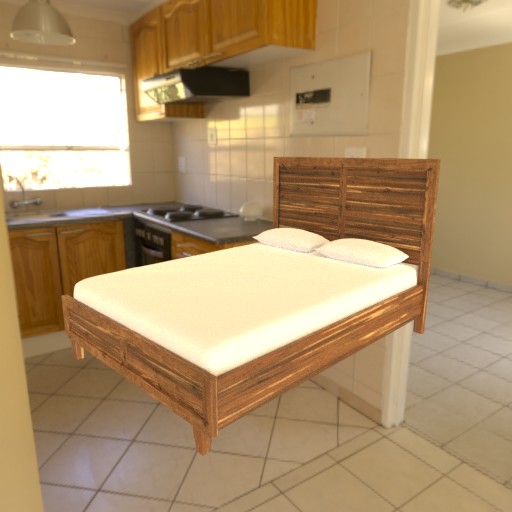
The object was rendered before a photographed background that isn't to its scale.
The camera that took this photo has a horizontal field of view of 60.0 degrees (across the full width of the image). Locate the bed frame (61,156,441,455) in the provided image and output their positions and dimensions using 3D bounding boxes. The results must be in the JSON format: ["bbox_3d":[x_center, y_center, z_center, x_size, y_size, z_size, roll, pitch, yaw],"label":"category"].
[{"bbox_3d":[0.000,0.000,3.337,2.276,1.417,1.696,-13,19,-43],"label":"bed frame"}]
